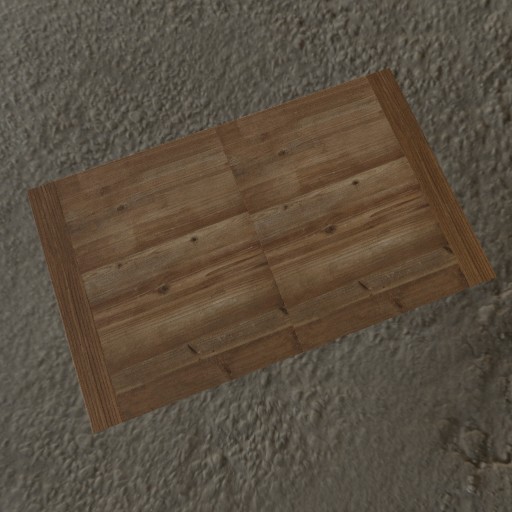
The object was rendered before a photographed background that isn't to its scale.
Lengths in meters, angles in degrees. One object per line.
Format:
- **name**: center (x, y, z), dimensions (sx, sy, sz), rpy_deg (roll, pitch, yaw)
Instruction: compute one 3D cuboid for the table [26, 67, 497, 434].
- **table**: center (0.000, 0.000, 1.994), dimensions (1.503, 0.743, 0.922), rpy_deg (-20, 77, -5)
